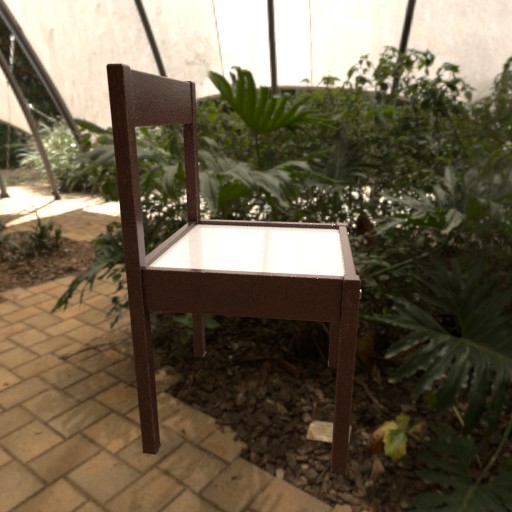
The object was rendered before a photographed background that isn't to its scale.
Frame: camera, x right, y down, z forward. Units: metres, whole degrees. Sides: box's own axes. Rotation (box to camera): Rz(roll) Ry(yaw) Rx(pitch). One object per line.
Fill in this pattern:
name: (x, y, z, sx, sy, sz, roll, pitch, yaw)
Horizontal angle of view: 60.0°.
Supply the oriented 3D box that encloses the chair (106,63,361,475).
chair: (0.000, 0.000, 0.661, 0.285, 0.505, 0.285, 2, 18, 8)
